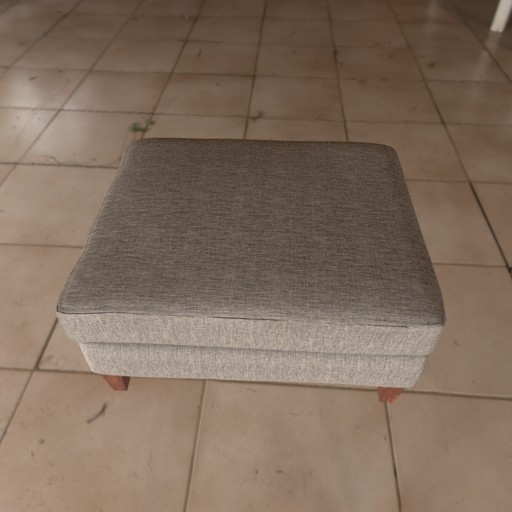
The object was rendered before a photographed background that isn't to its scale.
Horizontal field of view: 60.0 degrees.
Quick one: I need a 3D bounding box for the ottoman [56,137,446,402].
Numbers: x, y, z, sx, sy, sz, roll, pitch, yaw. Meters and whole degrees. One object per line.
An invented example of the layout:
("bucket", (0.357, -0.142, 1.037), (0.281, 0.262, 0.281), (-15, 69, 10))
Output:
("ottoman", (0.000, 0.000, 1.503), (0.994, 0.492, 0.839), (2, 46, 2))
